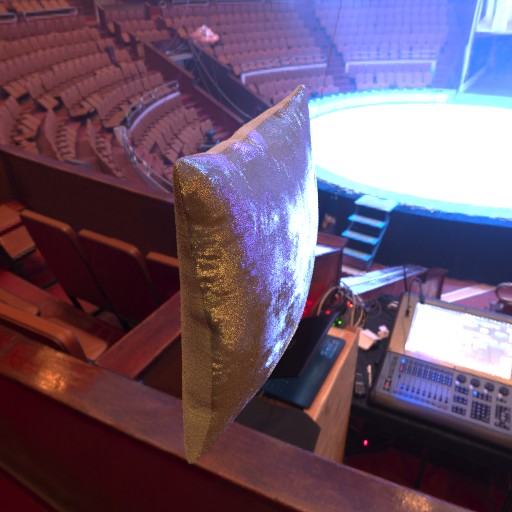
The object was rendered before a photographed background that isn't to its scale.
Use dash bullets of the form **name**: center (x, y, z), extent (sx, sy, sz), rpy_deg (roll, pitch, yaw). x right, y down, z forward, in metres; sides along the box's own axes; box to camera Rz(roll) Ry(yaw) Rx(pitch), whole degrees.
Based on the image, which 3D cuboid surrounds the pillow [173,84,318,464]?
- **pillow**: center (0.000, 0.000, 0.716), extent (0.175, 0.464, 0.470), rpy_deg (11, 32, 18)
